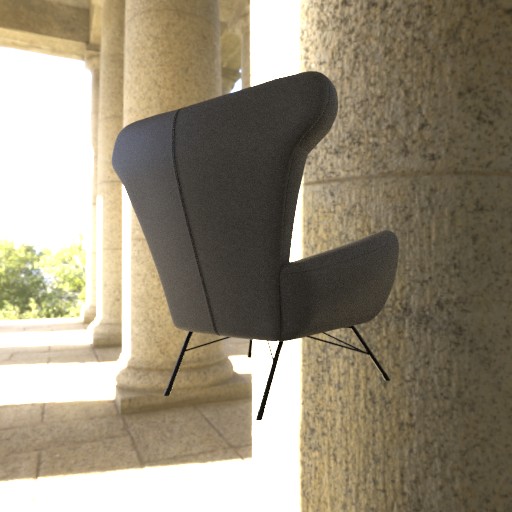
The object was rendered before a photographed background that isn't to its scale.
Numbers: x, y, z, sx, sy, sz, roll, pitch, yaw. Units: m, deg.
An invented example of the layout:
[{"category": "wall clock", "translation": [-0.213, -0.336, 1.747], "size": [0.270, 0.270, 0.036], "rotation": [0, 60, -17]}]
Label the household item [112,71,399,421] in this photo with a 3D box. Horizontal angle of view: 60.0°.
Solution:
[{"category": "household item", "translation": [0.000, 0.000, 1.758], "size": [0.980, 1.050, 0.900], "rotation": [-1, -1, 37]}]
